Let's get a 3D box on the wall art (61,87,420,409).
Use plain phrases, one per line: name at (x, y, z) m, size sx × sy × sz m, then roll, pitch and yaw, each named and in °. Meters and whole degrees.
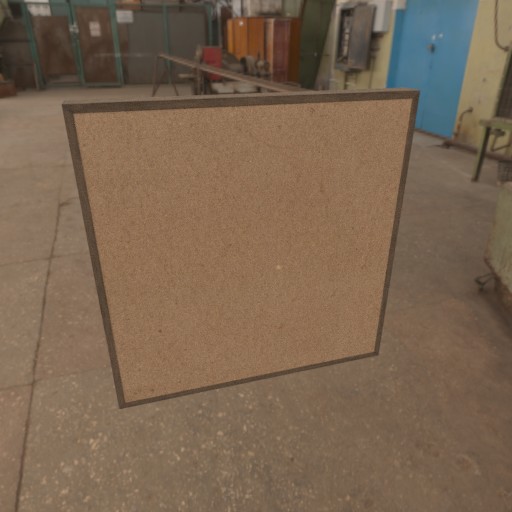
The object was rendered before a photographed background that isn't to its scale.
wall art at (0.000, 0.000, 0.738) m, size 0.508 × 0.508 × 0.038 m, roll -8°, pitch 28°, yaw -15°
